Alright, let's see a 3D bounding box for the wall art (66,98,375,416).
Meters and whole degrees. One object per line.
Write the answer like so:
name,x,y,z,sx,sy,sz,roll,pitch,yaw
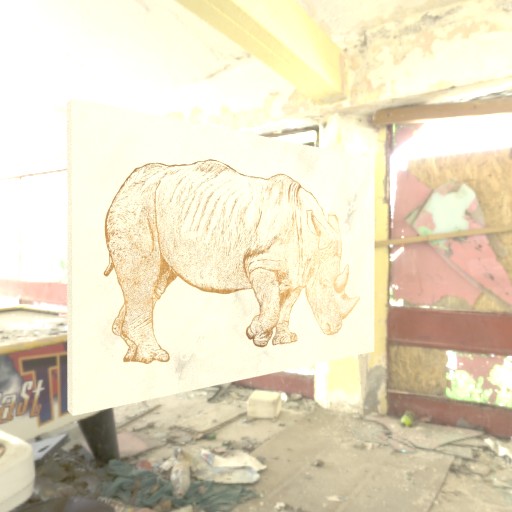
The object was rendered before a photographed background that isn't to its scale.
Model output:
wall art,0.000,0.000,1.142,0.915,0.610,0.038,0,1,-37
